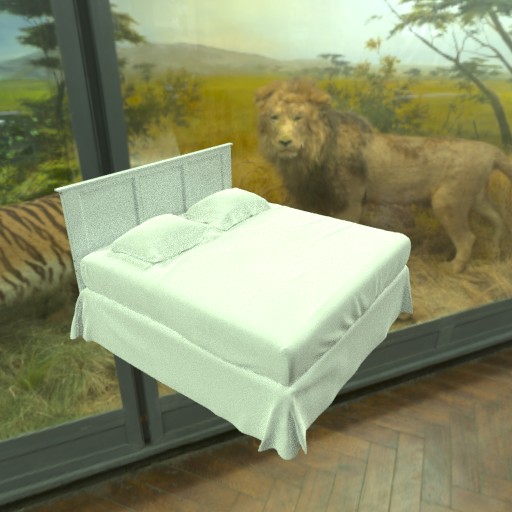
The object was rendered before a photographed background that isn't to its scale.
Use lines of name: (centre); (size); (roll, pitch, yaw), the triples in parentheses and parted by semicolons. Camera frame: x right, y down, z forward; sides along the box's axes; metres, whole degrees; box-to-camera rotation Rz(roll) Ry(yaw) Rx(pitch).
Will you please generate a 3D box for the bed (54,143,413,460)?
bed: (0.000, 0.000, 3.682); (2.215, 1.273, 2.317); (18, 31, 32)
